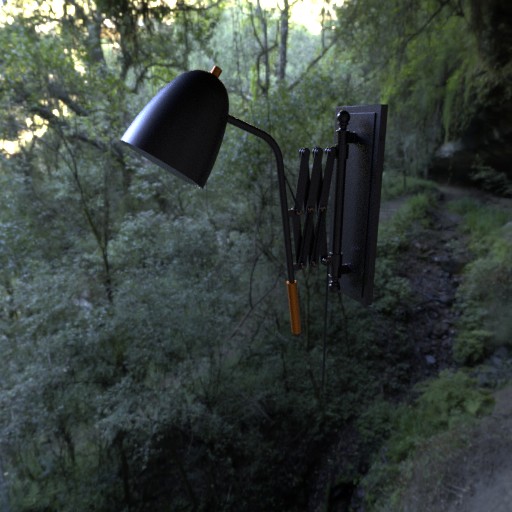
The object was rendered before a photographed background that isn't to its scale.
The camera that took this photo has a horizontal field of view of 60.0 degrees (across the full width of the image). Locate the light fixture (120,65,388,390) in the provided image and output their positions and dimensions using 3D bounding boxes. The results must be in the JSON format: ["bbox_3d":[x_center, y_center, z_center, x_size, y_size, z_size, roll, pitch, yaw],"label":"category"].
[{"bbox_3d":[0.000,0.000,0.910,0.499,0.715,0.162,-8,18,-24],"label":"light fixture"}]
